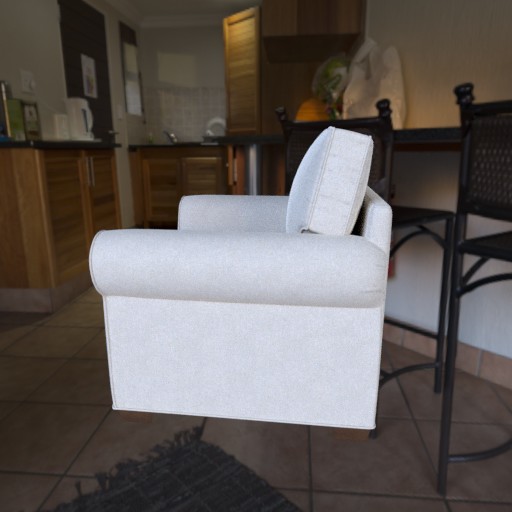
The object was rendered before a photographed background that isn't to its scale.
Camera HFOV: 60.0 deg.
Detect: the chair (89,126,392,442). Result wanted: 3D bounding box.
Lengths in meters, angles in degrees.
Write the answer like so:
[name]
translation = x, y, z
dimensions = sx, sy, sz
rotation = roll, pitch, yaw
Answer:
[chair]
translation = 0.000, 0.000, 1.726
dimensions = 0.863, 0.955, 1.040
rotation = 2, 15, 7
